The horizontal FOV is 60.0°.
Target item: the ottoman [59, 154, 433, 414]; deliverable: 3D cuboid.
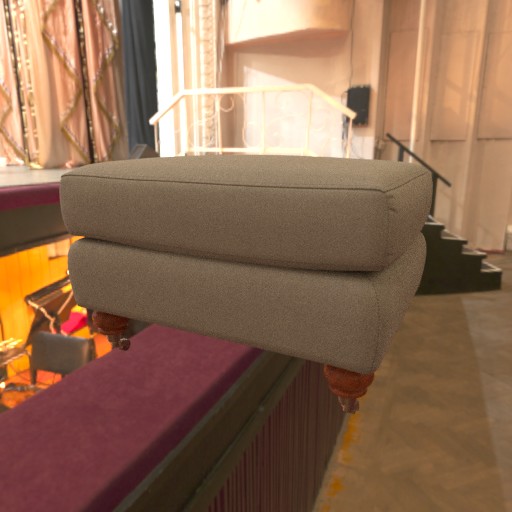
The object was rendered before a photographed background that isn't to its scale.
[{"bbox_3d":[0.000,0.000,1.126,0.773,0.499,0.569,7,16,26],"label":"ottoman"}]
